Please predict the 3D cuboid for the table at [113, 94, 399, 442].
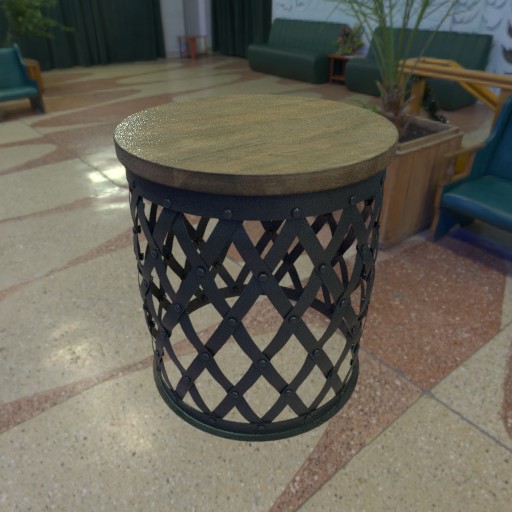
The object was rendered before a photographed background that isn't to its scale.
[{"bbox_3d":[0.000,0.000,0.768,0.405,0.454,0.405,0,32,0],"label":"table"}]
